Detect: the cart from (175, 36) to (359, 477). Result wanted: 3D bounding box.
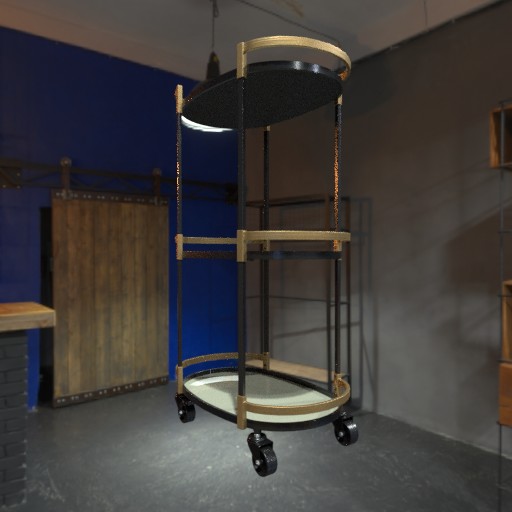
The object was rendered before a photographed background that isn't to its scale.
[{"bbox_3d":[0.000,0.000,1.127,0.311,0.885,0.515,0,1,-36],"label":"cart"}]
